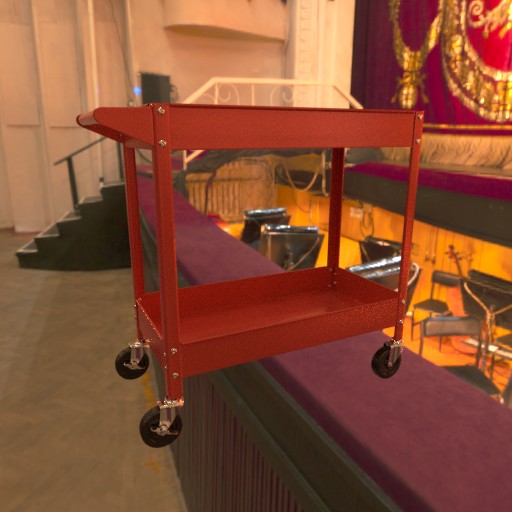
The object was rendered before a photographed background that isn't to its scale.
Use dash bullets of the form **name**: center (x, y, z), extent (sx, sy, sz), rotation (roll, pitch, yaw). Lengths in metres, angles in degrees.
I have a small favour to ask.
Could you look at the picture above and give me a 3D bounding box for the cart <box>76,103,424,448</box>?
- **cart**: center (0.000, 0.000, 1.152), extent (0.779, 0.719, 0.366), rotation (-7, 17, -25)
